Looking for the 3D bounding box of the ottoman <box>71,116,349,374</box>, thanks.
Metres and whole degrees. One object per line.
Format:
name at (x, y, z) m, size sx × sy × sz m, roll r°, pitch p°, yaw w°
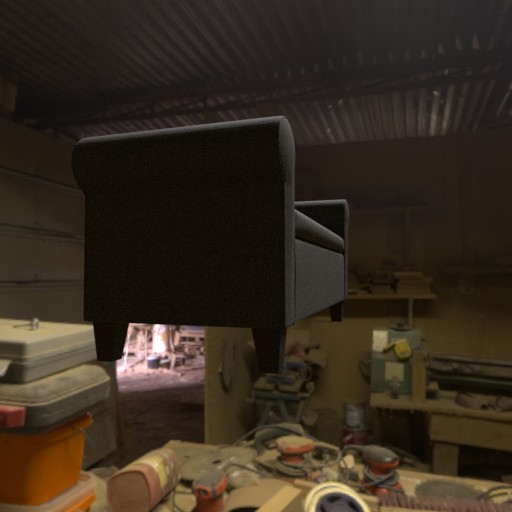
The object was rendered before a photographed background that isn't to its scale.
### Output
ottoman at (0.000, 0.000, 1.544) m, size 0.521 × 0.547 × 1.256 m, roll -1°, pitch -2°, yaw 18°
